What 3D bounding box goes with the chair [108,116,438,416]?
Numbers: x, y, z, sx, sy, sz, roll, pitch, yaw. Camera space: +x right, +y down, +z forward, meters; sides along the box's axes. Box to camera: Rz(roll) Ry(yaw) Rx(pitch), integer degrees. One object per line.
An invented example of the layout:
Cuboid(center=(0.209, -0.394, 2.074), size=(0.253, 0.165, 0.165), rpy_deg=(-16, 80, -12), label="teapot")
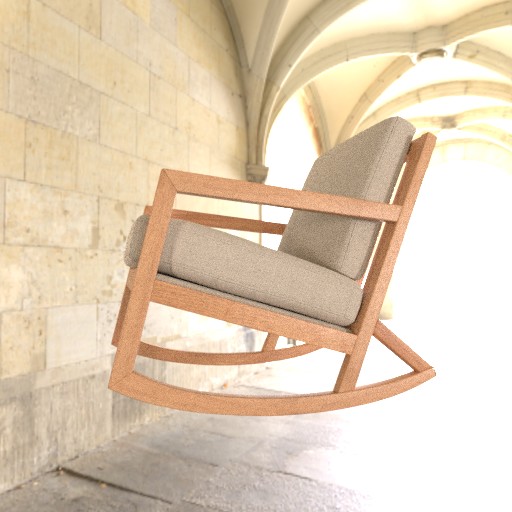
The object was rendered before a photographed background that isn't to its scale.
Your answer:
Cuboid(center=(0.000, 0.000, 1.379), size=(0.857, 0.790, 0.622), rpy_deg=(1, -2, -17), label="chair")
